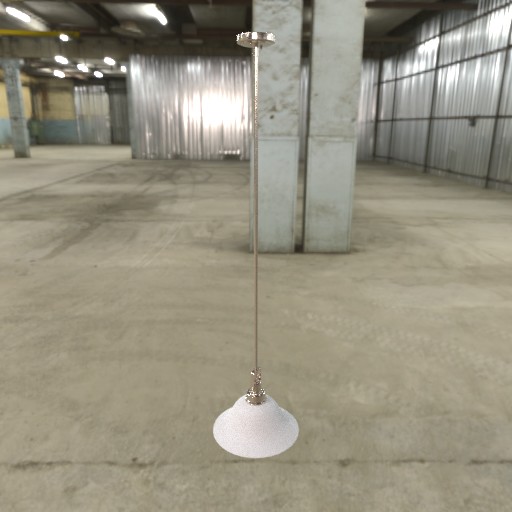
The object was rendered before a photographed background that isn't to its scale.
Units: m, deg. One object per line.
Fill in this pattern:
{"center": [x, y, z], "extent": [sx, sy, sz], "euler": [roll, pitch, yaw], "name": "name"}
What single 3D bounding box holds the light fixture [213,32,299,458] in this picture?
{"center": [0.000, 0.000, 1.496], "extent": [0.324, 1.354, 0.324], "euler": [8, 17, 25], "name": "light fixture"}
